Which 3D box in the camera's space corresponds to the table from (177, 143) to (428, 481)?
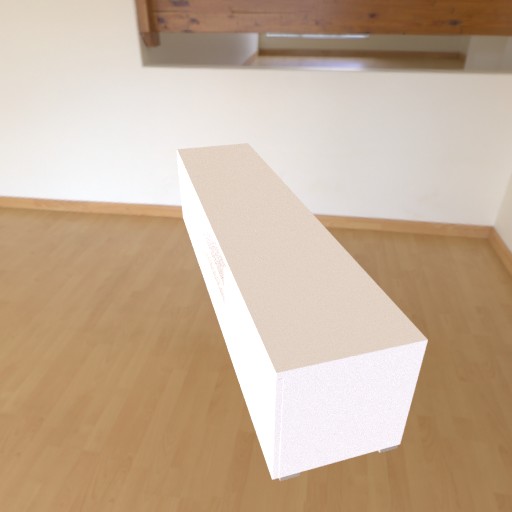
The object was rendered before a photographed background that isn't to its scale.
[{"bbox_3d":[0.000,0.000,1.815,0.390,0.420,1.650,-9,32,-14],"label":"table"}]
